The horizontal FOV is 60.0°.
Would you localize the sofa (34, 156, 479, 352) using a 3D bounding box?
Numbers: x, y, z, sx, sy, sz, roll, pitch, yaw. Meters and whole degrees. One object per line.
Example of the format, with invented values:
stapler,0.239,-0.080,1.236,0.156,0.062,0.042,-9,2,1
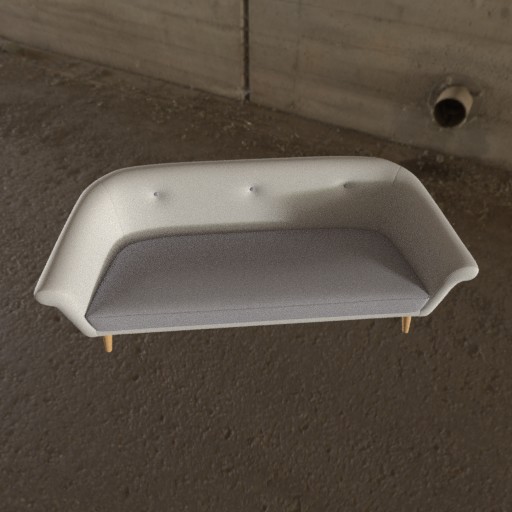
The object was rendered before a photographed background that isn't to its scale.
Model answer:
sofa,0.000,0.000,2.540,2.160,0.795,0.827,-3,46,-3
